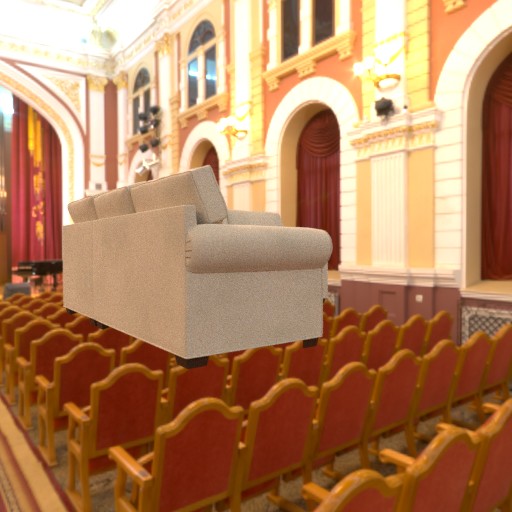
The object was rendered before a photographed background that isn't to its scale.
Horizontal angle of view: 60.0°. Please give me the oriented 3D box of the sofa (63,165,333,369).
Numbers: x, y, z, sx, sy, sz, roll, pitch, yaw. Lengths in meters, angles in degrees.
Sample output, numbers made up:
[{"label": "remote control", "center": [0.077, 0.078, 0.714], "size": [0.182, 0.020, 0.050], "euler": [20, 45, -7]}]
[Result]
[{"label": "sofa", "center": [0.000, 0.000, 3.811], "size": [2.569, 1.054, 2.487], "euler": [-1, 1, -37]}]
